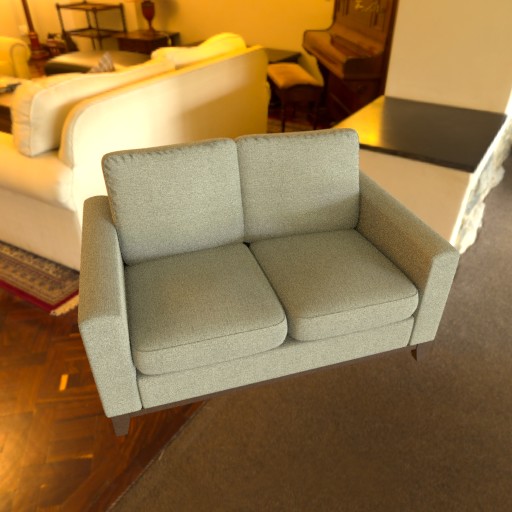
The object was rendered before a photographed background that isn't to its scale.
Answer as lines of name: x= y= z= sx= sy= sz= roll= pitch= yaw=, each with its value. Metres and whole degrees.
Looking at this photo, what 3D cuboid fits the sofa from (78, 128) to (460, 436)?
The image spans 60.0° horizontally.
sofa: x=0.000 y=0.000 z=1.966 sx=1.420 sy=0.873 sz=0.917 roll=-10 pitch=36 yaw=-14
